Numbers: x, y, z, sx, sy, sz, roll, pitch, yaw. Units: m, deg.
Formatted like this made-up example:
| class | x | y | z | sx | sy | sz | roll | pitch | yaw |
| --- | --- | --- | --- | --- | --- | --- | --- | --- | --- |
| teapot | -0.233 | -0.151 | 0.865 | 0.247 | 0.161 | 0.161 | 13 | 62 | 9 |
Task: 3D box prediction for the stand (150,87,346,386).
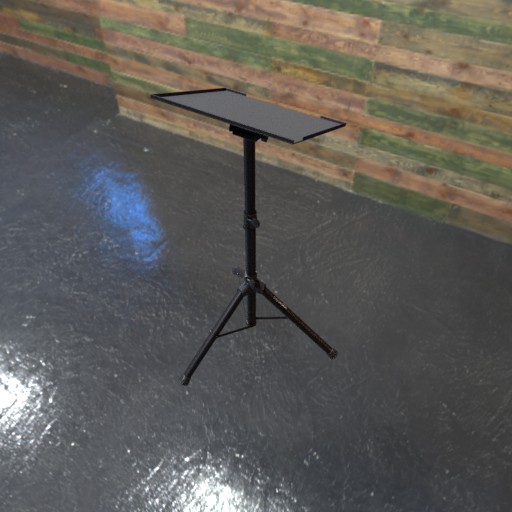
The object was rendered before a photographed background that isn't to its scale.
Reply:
| class | x | y | z | sx | sy | sz | roll | pitch | yaw |
| --- | --- | --- | --- | --- | --- | --- | --- | --- | --- |
| stand | 0.000 | 0.000 | 1.639 | 0.702 | 1.198 | 0.702 | 24 | 51 | 22 |
